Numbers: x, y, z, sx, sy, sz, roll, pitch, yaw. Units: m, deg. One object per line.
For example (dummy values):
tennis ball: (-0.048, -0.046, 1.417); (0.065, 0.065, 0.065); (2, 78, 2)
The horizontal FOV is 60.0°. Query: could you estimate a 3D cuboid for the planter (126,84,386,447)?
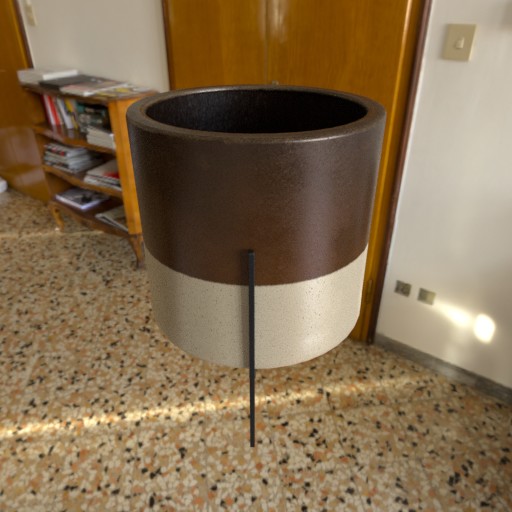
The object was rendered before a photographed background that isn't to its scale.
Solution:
planter: (0.000, 0.000, 0.708); (0.345, 0.465, 0.354); (1, 30, 2)
